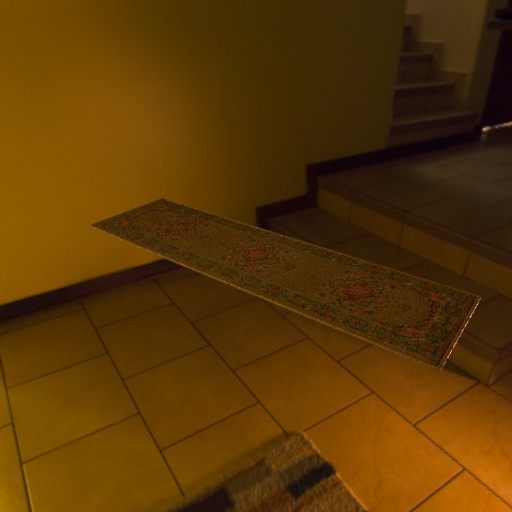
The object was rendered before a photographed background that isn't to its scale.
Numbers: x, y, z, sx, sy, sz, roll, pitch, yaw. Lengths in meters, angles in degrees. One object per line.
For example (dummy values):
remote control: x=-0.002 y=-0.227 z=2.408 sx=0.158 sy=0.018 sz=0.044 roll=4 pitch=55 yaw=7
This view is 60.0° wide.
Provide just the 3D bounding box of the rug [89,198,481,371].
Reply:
rug: x=0.000 y=0.000 z=2.570 sx=2.297 sy=0.019 sz=0.659 roll=19 pitch=34 yaw=32
